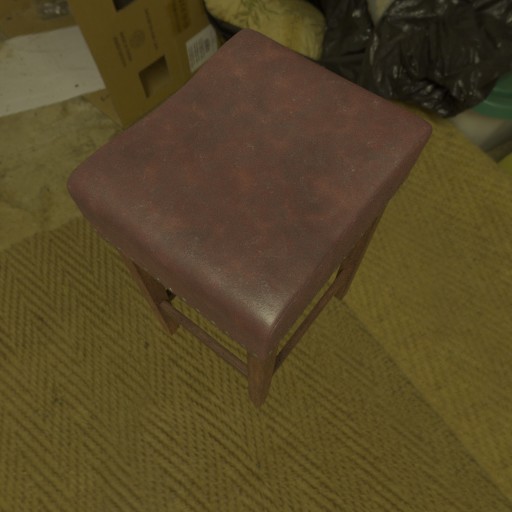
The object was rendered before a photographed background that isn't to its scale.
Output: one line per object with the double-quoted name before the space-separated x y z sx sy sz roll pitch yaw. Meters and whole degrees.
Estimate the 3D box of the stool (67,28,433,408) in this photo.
"stool" 0.000 0.000 1.032 0.401 0.769 0.465 35 69 16
